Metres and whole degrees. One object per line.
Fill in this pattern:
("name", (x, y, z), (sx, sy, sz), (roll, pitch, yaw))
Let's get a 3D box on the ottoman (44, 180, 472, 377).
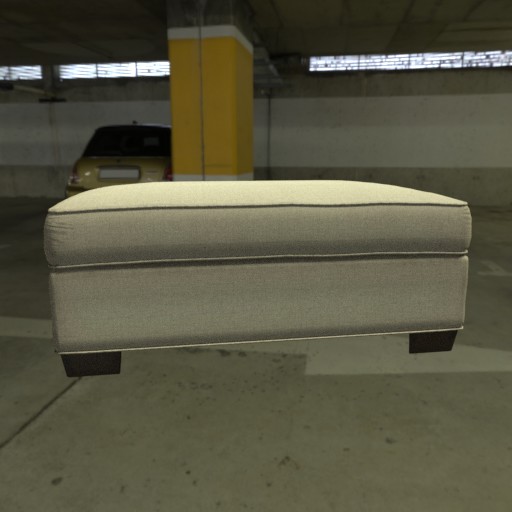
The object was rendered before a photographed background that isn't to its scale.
("ottoman", (0.000, 0.000, 1.415), (1.097, 0.461, 0.617), (-2, 13, -8))
